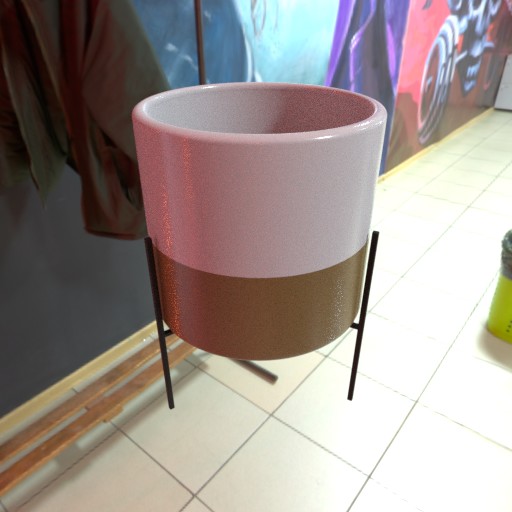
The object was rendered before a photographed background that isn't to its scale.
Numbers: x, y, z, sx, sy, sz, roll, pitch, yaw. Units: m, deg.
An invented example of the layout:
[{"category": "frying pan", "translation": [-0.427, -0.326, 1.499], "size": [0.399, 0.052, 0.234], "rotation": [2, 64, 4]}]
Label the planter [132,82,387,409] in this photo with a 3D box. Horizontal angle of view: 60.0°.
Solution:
[{"category": "planter", "translation": [0.000, 0.000, 0.645], "size": [0.310, 0.432, 0.310], "rotation": [-10, 32, -16]}]
